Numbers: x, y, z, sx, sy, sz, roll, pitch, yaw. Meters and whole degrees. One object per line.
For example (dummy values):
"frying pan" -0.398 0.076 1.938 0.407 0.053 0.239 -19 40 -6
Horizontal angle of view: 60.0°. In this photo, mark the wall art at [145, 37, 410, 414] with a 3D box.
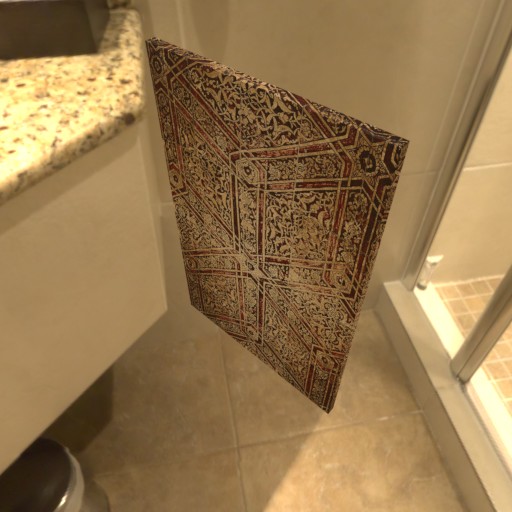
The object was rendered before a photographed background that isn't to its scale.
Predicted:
"wall art" 0.000 0.000 0.743 0.397 0.599 0.020 33 55 28
